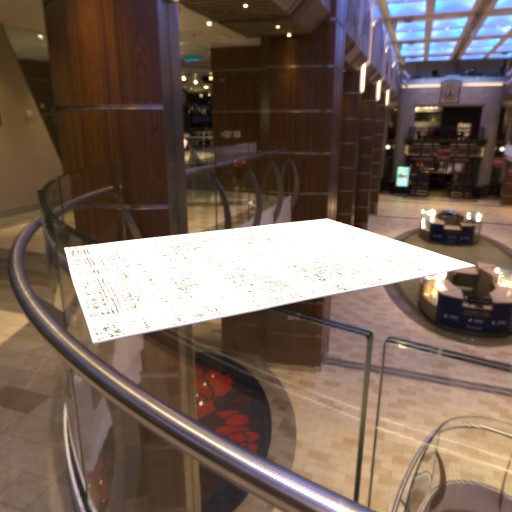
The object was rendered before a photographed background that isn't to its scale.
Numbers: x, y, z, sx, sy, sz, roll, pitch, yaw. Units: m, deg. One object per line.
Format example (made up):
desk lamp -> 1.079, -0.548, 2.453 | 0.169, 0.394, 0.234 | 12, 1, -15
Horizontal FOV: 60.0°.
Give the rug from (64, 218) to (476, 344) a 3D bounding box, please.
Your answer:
rug -> 0.000, 0.000, 3.161 | 2.438, 0.026, 1.706 | -8, 19, -25
